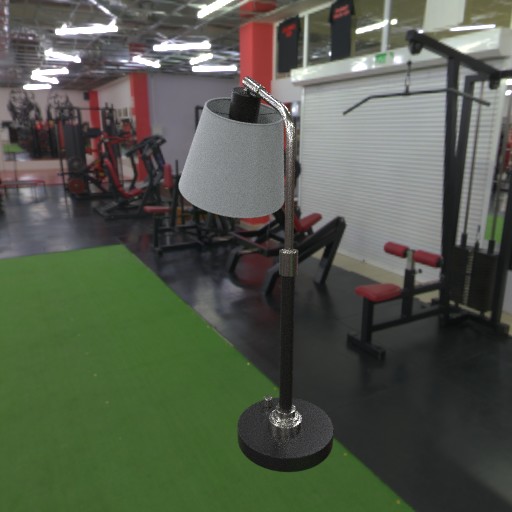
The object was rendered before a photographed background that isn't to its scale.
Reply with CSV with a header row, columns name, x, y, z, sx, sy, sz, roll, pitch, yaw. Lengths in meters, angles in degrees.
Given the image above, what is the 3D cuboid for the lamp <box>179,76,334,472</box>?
name,x,y,z,sx,sy,sz,roll,pitch,yaw
lamp,0.000,0.000,0.705,0.181,0.539,0.348,-8,17,-26
